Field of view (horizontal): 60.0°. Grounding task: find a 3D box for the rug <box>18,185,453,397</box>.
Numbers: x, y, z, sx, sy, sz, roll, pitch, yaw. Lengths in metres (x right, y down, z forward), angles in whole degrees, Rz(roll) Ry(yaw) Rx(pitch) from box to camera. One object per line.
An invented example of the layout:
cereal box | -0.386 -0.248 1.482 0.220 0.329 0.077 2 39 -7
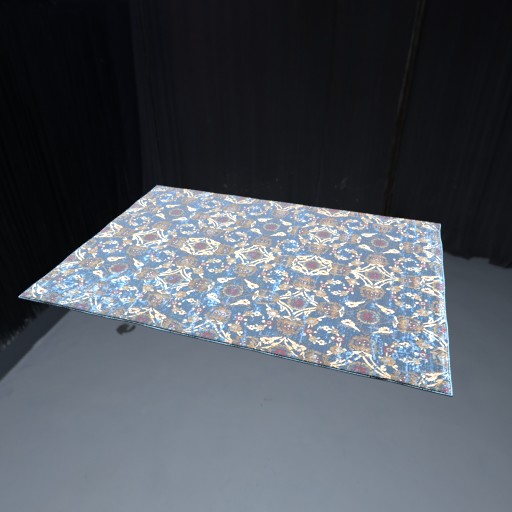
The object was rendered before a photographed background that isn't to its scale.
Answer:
rug | 0.000 0.000 2.745 2.207 0.014 1.567 10 34 15
